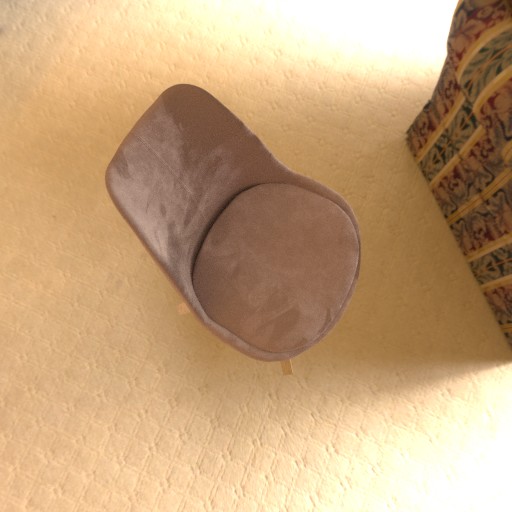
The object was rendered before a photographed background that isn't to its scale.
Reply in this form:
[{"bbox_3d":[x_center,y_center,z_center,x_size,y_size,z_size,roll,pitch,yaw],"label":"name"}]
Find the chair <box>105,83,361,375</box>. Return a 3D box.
[{"bbox_3d":[0.000,0.000,1.193,0.550,0.850,0.485,29,77,7],"label":"chair"}]
